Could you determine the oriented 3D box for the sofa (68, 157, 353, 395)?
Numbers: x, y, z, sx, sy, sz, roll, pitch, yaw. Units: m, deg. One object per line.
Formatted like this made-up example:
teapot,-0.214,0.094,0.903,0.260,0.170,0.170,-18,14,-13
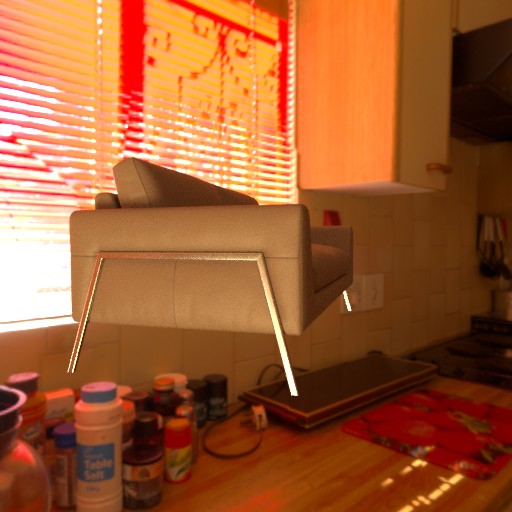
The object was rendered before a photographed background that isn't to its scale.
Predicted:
sofa,0.000,0.000,2.561,0.953,0.875,2.017,0,1,17
